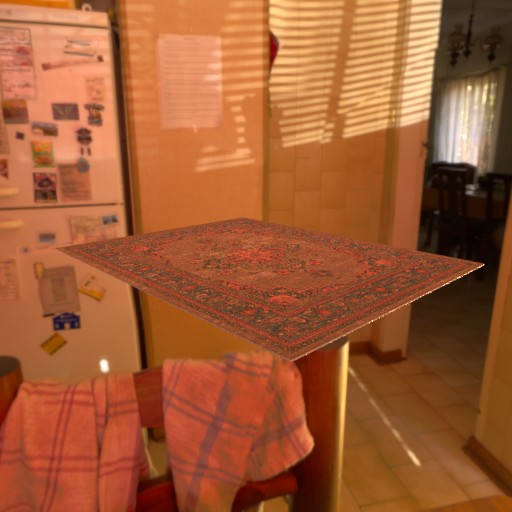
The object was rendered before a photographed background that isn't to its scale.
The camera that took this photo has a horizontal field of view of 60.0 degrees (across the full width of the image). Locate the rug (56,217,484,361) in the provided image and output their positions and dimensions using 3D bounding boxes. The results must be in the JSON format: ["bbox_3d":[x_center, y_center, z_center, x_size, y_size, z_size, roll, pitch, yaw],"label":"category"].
[{"bbox_3d":[0.000,0.000,4.008,2.434,0.013,3.057,-14,20,-42],"label":"rug"}]
